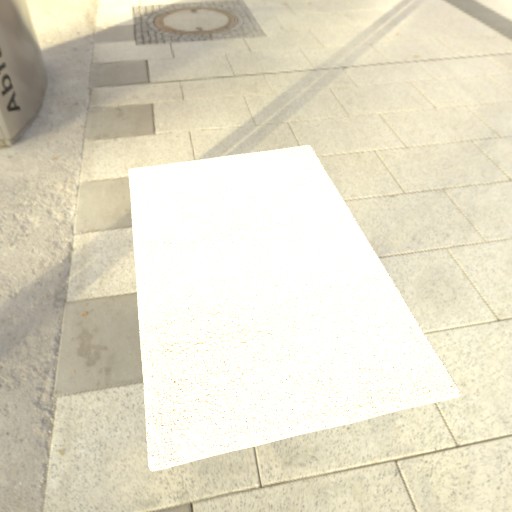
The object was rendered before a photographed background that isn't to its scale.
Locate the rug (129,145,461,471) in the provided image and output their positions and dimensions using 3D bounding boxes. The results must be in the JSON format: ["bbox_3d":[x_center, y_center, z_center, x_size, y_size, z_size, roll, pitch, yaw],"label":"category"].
[{"bbox_3d":[0.000,0.000,3.336,1.778,0.030,2.743,-10,46,-9],"label":"rug"}]
